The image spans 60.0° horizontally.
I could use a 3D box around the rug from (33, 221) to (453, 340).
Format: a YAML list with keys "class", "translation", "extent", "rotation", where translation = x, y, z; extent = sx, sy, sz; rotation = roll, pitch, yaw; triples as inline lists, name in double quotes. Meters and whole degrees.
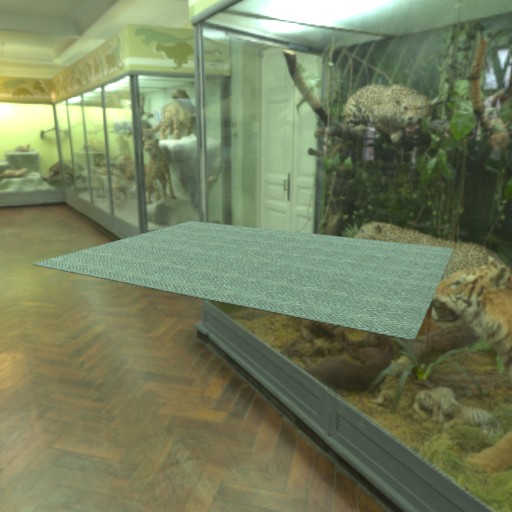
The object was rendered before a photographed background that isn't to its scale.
- class: "rug"
  translation: [0.000, 0.000, 5.108]
  extent: [3.957, 0.011, 2.894]
  rotation: [8, 17, 27]
